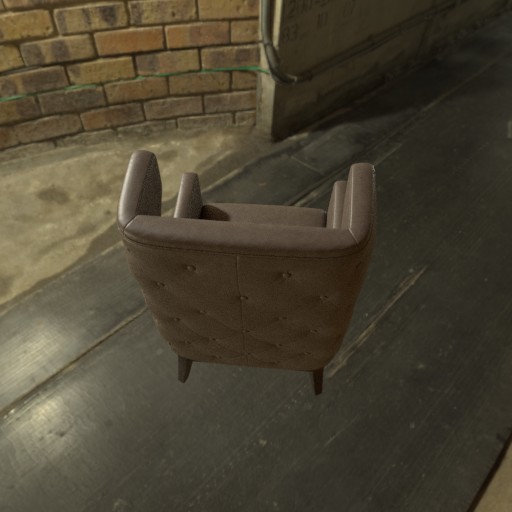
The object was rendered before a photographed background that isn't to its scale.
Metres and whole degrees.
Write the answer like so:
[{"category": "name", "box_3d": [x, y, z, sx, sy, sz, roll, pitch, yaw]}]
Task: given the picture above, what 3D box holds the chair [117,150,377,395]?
[{"category": "chair", "box_3d": [0.000, 0.000, 1.714, 0.769, 1.079, 0.899, 4, 47, 4]}]
